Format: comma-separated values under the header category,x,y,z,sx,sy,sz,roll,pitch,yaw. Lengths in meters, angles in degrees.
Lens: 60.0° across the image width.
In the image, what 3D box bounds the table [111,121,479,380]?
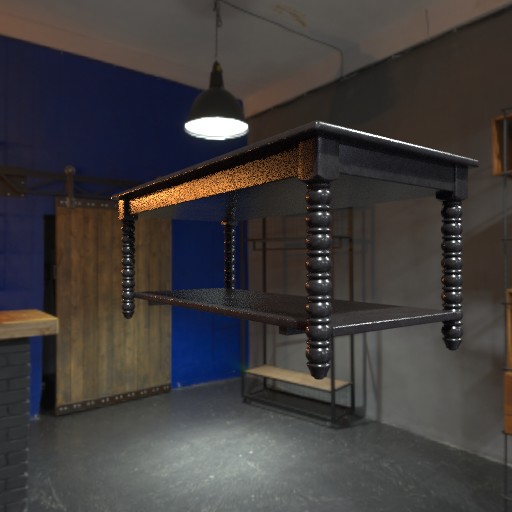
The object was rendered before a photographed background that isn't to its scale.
category,x,y,z,sx,sy,sz,roll,pitch,yaw
table,0.000,0.000,1.441,0.580,0.487,1.171,0,-1,-36
